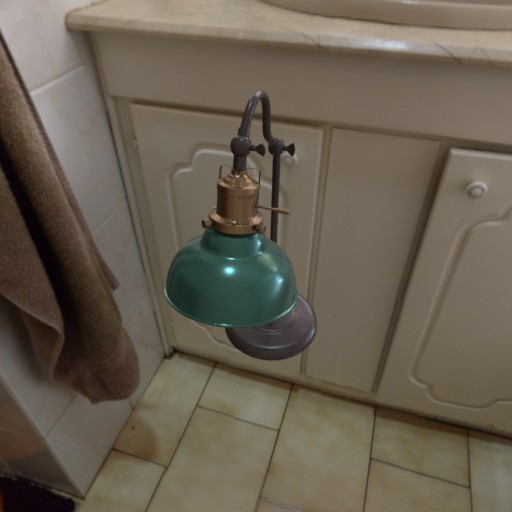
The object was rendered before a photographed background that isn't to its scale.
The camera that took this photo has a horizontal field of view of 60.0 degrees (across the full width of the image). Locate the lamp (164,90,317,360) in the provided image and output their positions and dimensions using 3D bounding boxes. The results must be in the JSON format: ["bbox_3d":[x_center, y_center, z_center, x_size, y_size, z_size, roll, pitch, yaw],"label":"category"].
[{"bbox_3d":[0.000,0.000,0.691,0.192,0.508,0.374,13,42,15],"label":"lamp"}]
